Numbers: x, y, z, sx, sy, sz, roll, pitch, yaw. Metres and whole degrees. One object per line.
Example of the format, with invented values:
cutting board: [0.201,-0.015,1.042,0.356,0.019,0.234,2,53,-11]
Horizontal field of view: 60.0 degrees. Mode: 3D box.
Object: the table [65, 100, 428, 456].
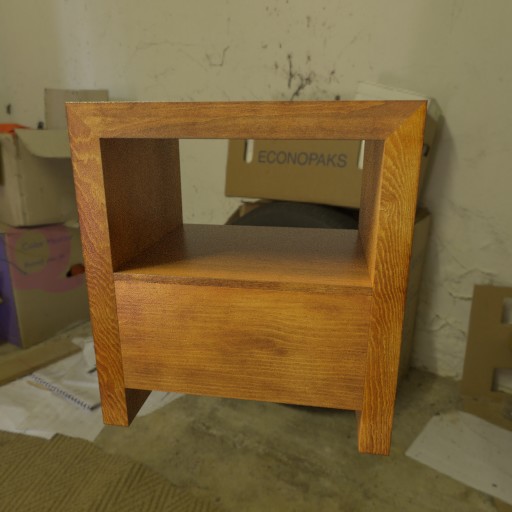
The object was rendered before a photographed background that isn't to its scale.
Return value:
table: [0.000,0.000,0.938,0.550,0.605,0.400,3,17,9]
